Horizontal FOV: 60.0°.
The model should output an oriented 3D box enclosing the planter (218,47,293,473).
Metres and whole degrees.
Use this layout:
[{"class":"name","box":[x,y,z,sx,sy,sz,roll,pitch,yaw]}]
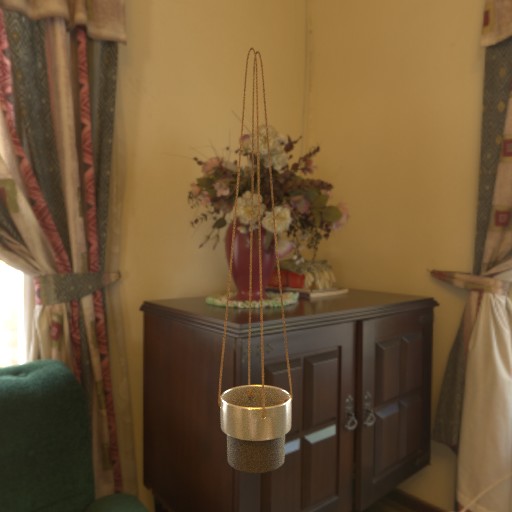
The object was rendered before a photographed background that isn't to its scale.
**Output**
[{"class":"planter","box":[0.000,0.000,1.162,0.187,1.073,0.187,1,1,34]}]
